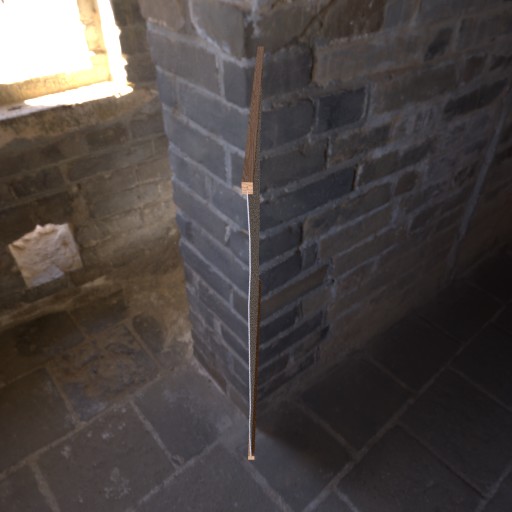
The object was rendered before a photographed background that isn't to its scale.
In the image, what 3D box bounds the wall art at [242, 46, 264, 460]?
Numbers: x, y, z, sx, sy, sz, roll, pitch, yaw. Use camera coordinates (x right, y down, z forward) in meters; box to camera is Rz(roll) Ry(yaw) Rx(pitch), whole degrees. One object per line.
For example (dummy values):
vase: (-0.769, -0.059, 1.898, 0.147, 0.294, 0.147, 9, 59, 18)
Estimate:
wall art: (0.000, 0.000, 0.695, 0.010, 0.507, 0.404, 1, 40, 2)
